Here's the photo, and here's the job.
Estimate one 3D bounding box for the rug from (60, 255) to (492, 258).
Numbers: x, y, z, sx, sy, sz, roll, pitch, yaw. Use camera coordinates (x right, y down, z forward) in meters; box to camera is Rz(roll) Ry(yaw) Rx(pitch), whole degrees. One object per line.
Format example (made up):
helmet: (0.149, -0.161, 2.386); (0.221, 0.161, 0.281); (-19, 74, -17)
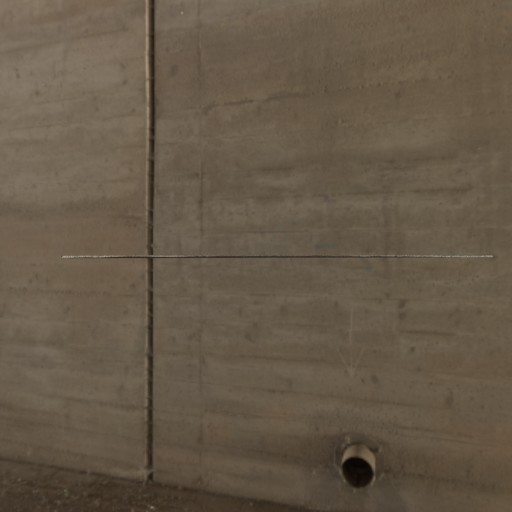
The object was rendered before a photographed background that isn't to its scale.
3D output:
rug: (0.000, 0.000, 4.122); (3.049, 0.015, 2.457); (0, 0, -17)
